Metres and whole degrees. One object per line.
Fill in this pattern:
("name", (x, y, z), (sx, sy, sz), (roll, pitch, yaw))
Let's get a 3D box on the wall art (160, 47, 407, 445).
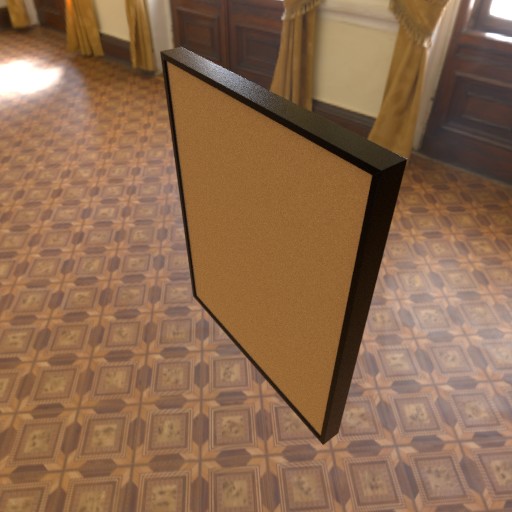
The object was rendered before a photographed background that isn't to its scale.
("wall art", (0.000, 0.000, 0.747), (0.039, 0.553, 0.451), (-26, 48, -27))
